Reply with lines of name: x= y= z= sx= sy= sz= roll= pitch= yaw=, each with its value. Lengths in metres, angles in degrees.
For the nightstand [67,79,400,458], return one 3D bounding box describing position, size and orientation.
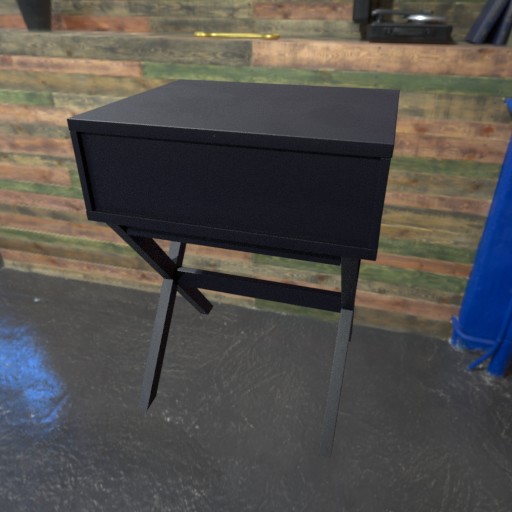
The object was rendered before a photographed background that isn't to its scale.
nightstand: x=0.000 y=0.000 z=0.932 sx=0.479 sy=0.623 sz=0.402 roll=8 pitch=31 yaw=14
